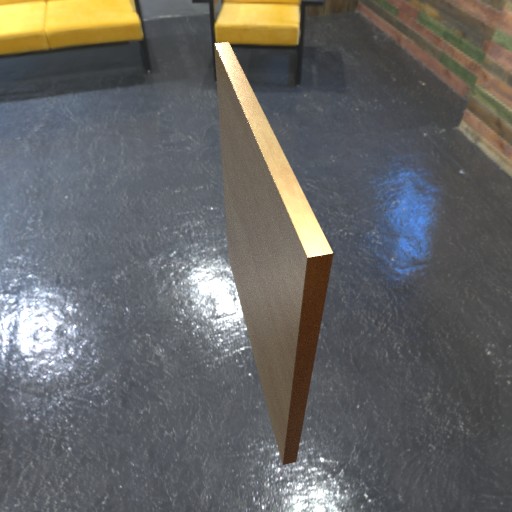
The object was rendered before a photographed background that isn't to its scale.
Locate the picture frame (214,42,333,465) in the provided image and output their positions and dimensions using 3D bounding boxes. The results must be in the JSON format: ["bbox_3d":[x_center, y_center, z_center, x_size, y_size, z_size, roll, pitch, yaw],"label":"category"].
[{"bbox_3d":[0.000,0.000,1.116,0.037,0.761,0.758,-9,47,-9],"label":"picture frame"}]
